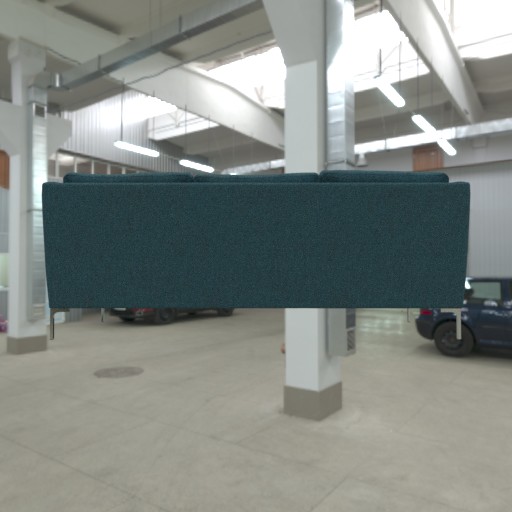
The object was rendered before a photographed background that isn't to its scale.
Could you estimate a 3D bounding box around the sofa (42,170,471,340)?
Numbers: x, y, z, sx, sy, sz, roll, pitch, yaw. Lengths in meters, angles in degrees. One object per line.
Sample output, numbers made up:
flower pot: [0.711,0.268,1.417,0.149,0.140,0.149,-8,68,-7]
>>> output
sofa: [0.000,0.000,2.503,2.060,0.837,0.849,0,-2,0]
